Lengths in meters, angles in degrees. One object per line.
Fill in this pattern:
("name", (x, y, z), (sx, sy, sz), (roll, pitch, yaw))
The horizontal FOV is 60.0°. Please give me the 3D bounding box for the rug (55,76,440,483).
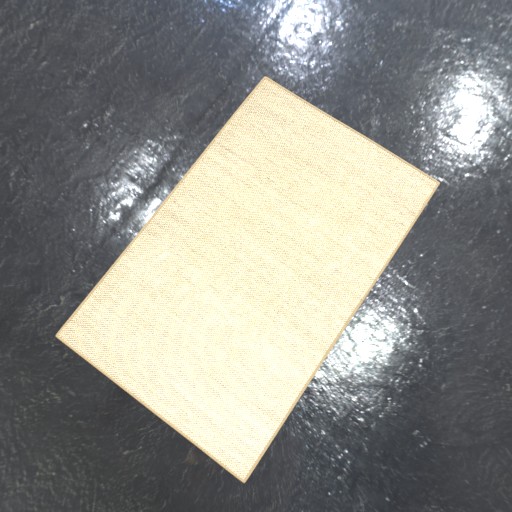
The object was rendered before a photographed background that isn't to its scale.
("rug", (0.000, 0.000, 2.101), (1.062, 0.013, 1.667), (34, 78, 8))
